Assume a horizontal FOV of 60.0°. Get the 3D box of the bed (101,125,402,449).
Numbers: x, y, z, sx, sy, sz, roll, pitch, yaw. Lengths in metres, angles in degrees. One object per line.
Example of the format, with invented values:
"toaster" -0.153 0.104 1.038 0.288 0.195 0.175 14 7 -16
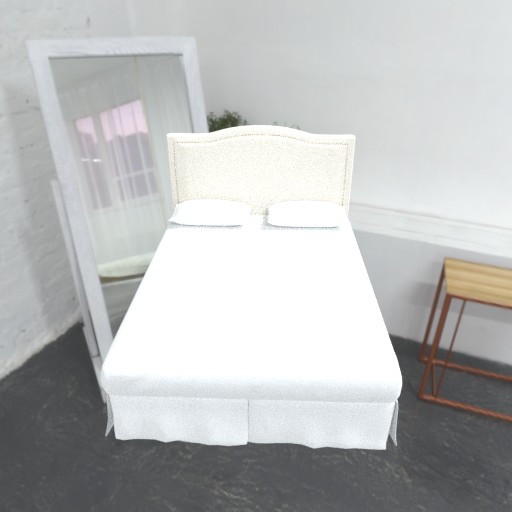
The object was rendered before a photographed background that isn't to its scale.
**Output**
"bed" 0.000 0.000 3.361 1.821 1.436 2.282 1 30 2
